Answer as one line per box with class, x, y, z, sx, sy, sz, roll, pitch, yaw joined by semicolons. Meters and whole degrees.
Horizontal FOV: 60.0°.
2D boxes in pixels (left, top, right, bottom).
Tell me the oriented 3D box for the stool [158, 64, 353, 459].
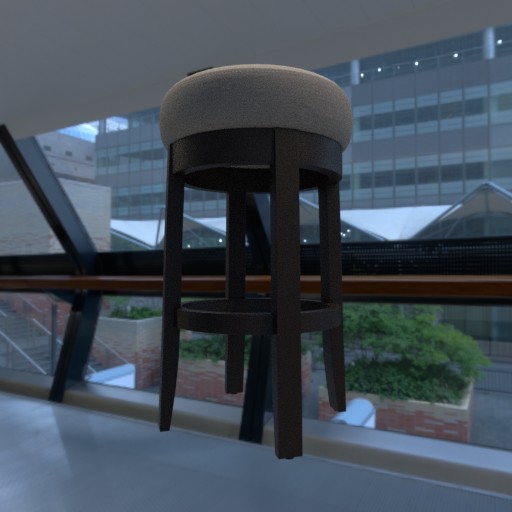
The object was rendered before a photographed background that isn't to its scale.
stool;0.000;0.000;1.034;0.443;0.757;0.443;0;-1;0
